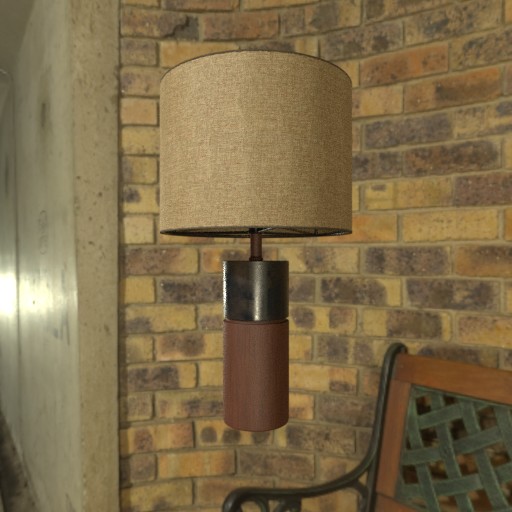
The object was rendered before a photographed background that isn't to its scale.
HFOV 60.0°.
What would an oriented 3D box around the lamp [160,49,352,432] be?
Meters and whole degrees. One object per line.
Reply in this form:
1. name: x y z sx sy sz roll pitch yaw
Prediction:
1. lamp: 0.000 0.000 0.475 0.202 0.350 0.202 0 0 0
